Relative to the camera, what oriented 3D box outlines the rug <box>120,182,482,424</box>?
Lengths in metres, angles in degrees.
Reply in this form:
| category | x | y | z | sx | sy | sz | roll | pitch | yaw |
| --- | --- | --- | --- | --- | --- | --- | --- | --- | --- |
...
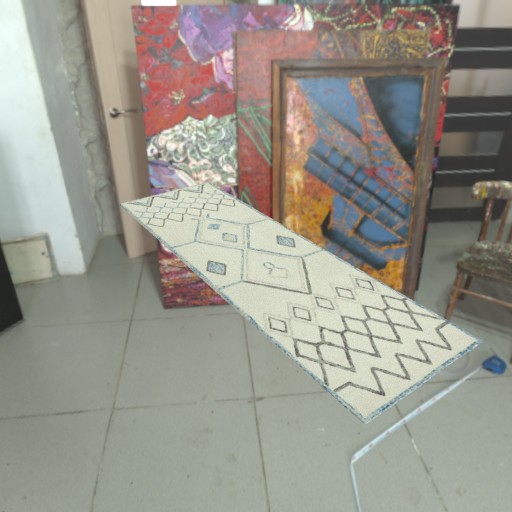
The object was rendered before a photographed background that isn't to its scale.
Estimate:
| category | x | y | z | sx | sy | sz | roll | pitch | yaw |
| --- | --- | --- | --- | --- | --- | --- | --- | --- | --- |
| rug | 0.000 | 0.000 | 2.660 | 0.770 | 0.013 | 2.434 | -20 | 36 | -30 |
